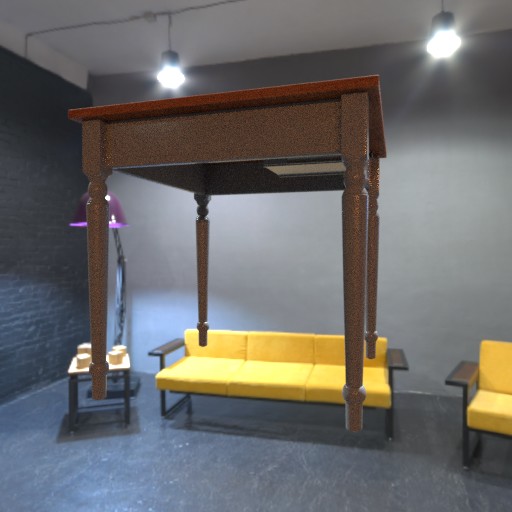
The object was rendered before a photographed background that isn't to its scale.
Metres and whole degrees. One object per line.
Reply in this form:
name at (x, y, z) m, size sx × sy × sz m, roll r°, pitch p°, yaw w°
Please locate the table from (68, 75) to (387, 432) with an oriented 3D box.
table at (0.000, 0.000, 1.355) m, size 0.747 × 0.738 × 0.747 m, roll 0°, pitch 1°, yaw 18°
